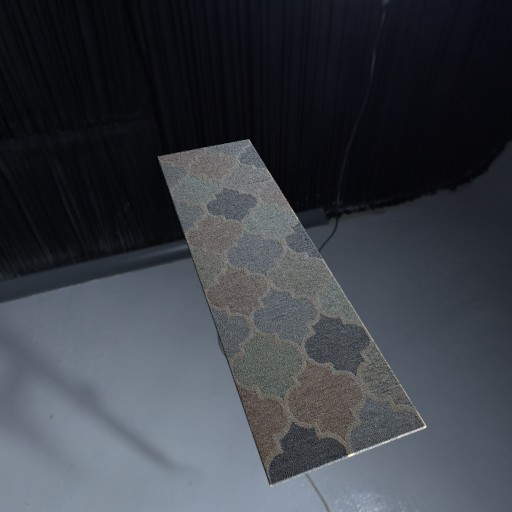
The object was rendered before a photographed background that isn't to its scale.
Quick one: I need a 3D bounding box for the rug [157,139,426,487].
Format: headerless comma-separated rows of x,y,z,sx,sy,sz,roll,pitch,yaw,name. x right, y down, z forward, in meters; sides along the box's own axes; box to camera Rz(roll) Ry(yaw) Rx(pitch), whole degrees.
0.000,0.000,2.483,0.687,0.011,2.287,-14,48,-13,rug
